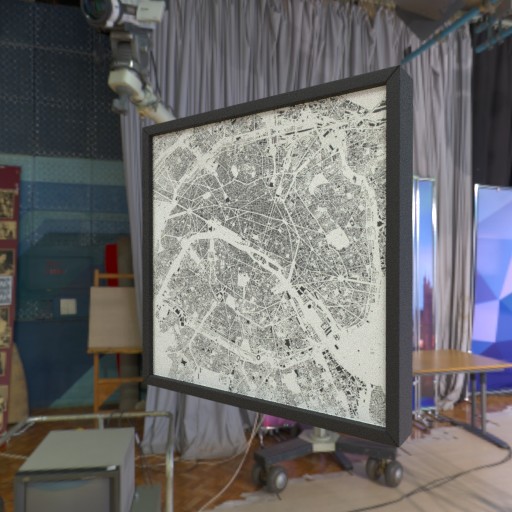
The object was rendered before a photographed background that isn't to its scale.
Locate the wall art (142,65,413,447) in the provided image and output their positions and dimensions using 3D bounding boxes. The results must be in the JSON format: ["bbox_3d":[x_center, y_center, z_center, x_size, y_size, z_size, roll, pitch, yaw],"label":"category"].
[{"bbox_3d":[0.000,0.000,0.454,0.305,0.305,0.037,0,0,35],"label":"wall art"}]
